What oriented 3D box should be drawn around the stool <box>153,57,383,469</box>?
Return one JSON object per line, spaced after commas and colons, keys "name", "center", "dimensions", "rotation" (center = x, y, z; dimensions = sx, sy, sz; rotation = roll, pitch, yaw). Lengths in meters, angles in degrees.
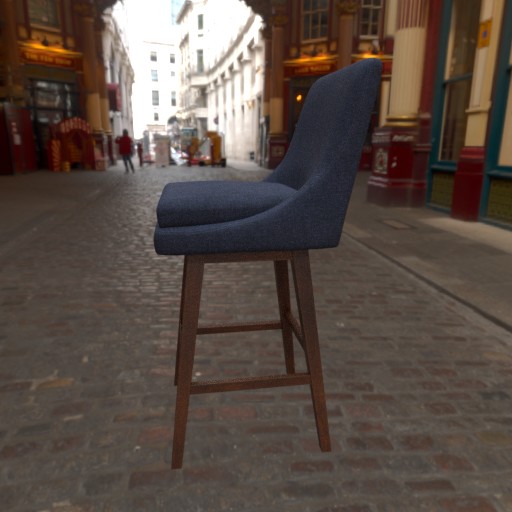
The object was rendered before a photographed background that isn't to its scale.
{"name": "stool", "center": [0.000, 0.000, 1.342], "dimensions": [0.572, 1.068, 0.489], "rotation": [-2, 15, -9]}
